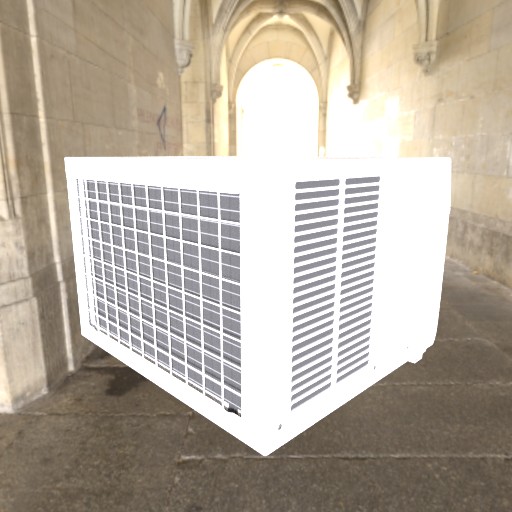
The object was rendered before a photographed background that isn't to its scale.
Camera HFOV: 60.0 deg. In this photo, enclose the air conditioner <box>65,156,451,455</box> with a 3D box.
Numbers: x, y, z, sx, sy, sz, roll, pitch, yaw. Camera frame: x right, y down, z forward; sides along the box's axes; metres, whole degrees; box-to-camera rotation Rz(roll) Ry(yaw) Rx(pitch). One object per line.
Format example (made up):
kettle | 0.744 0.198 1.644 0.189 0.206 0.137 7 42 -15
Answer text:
air conditioner | 0.000 0.000 1.043 0.599 0.455 0.645 -13 18 -43
